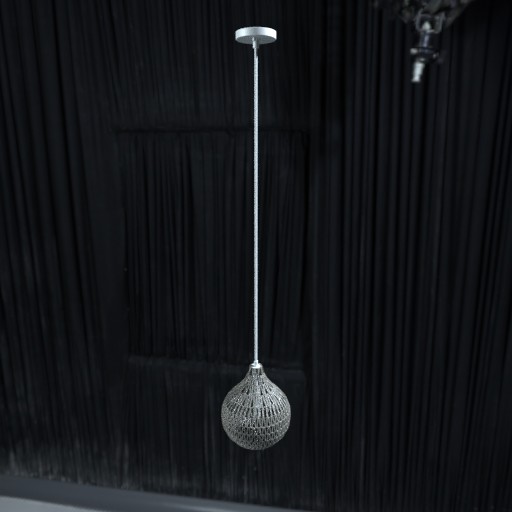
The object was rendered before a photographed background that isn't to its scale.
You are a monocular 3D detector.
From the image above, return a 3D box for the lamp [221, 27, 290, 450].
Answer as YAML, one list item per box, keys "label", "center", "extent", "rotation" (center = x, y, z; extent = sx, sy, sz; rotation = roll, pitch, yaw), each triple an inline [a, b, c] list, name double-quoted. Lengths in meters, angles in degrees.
- label: "lamp"
  center: [0.000, 0.000, 2.078]
  extent: [0.355, 1.919, 0.355]
  rotation: [2, 15, 9]
